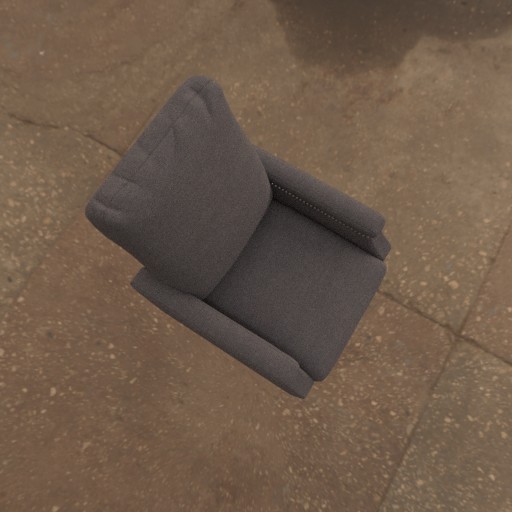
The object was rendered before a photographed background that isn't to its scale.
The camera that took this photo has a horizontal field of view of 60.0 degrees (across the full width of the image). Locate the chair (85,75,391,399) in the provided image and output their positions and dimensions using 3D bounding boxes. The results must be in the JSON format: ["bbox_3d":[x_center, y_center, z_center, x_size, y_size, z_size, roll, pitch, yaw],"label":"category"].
[{"bbox_3d":[0.000,0.000,1.680,0.922,1.049,0.710,31,76,9],"label":"chair"}]
